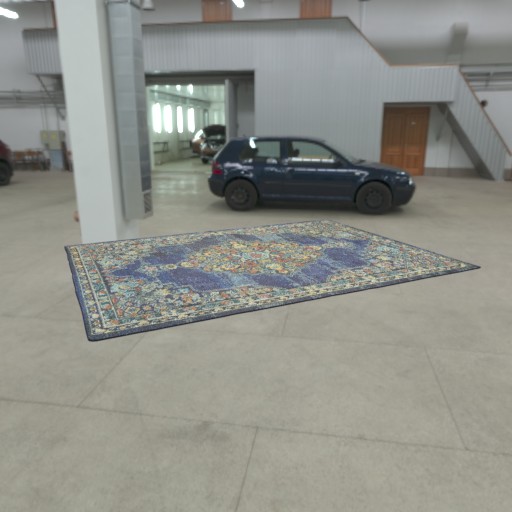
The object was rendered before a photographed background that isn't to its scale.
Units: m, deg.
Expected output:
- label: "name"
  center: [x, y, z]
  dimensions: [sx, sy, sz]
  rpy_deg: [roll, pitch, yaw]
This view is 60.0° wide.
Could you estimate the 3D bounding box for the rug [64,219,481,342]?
- label: "rug"
  center: [0.000, 0.000, 2.891]
  dimensions: [2.232, 0.009, 1.630]
  rpy_deg: [-8, 18, -25]
